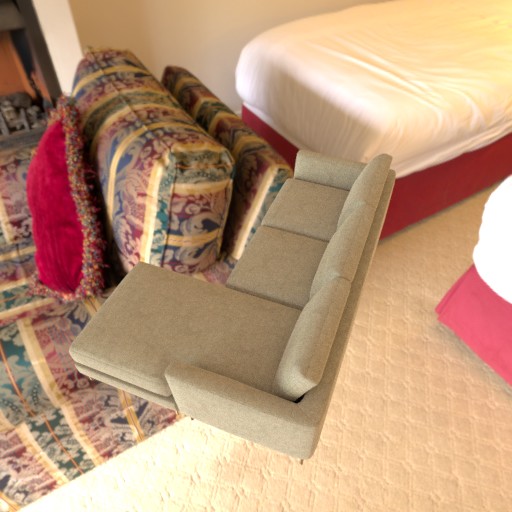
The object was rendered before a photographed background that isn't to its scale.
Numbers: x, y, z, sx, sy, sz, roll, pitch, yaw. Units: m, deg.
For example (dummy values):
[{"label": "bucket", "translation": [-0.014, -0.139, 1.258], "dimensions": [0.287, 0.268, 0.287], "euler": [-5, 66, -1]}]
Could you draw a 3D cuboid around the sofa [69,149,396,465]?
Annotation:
[{"label": "sofa", "translation": [0.000, 0.000, 3.309], "dimensions": [1.626, 0.864, 2.438], "euler": [16, 47, 15]}]
